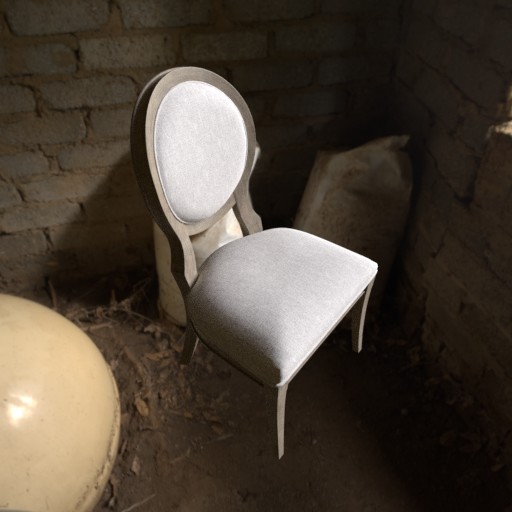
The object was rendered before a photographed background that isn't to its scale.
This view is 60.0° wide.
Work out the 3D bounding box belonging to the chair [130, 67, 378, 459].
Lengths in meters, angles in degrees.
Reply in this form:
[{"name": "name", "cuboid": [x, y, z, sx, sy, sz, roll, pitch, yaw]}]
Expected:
[{"name": "chair", "cuboid": [0.000, 0.000, 1.342, 0.602, 0.990, 0.558, 28, 49, 28]}]
